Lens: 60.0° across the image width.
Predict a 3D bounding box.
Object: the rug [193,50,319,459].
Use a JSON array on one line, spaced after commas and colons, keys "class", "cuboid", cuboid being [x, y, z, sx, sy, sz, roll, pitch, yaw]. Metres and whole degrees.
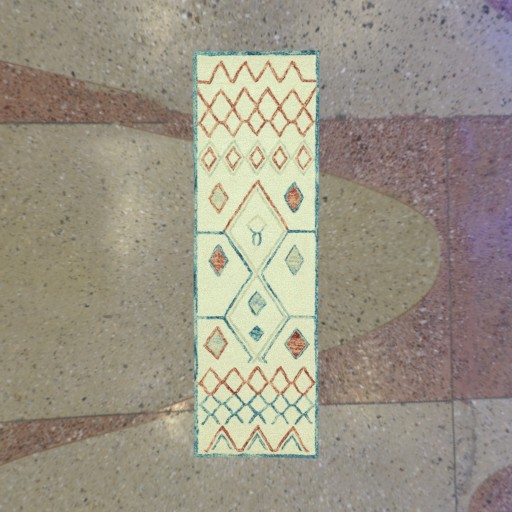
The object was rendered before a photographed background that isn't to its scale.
[{"class": "rug", "cuboid": [0.000, 0.000, 2.650, 0.750, 0.011, 2.435, 0, 91, 1]}]
